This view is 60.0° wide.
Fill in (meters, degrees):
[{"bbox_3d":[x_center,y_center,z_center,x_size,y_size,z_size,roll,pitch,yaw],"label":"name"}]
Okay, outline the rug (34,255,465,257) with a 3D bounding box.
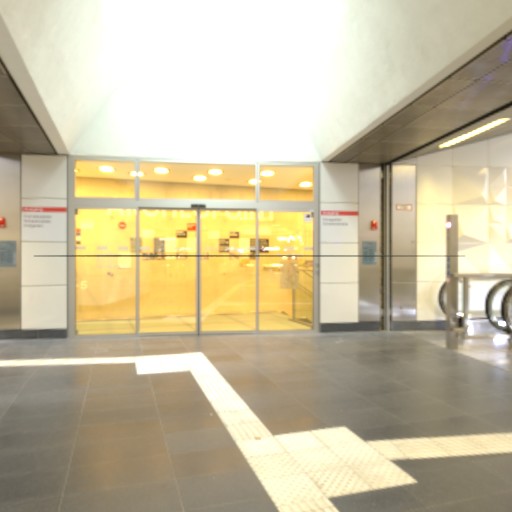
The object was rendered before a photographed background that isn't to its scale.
[{"bbox_3d":[0.000,0.000,2.233,1.819,0.005,1.200,0,0,-37],"label":"rug"}]
